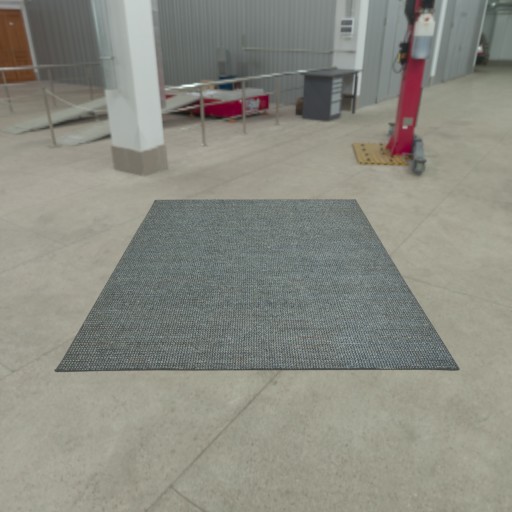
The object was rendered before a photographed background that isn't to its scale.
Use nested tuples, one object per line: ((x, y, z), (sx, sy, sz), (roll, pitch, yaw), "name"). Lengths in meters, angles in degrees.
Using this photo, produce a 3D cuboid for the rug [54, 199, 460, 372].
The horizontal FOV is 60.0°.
((0.000, 0.000, 4.041), (2.456, 0.021, 3.068), (0, 27, 0), "rug")
